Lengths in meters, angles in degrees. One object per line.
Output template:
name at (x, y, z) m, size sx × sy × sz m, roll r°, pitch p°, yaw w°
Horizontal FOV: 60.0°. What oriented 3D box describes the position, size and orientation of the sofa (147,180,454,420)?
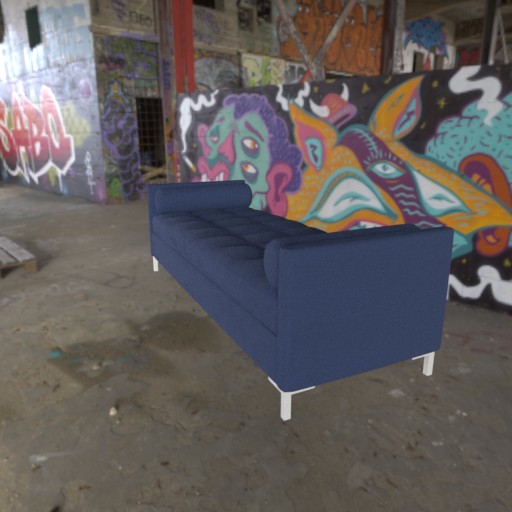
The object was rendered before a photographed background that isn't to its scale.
sofa at (0.000, 0.000, 2.579) m, size 0.797 × 0.657 × 2.102 m, roll -7°, pitch 17°, yaw -25°
